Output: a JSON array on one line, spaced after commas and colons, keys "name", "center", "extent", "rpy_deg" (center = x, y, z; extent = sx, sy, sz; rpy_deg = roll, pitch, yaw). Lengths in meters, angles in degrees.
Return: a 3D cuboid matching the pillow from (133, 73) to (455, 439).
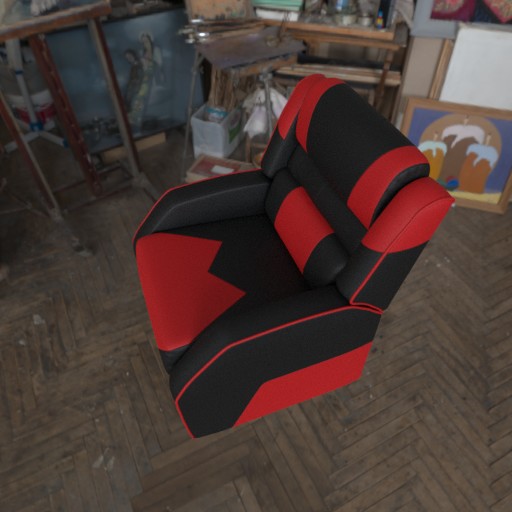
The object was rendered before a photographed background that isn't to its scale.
[{"name": "pillow", "center": [0.000, 0.000, 1.294], "extent": [0.672, 0.805, 0.620], "rpy_deg": [-16, 49, -14]}]
